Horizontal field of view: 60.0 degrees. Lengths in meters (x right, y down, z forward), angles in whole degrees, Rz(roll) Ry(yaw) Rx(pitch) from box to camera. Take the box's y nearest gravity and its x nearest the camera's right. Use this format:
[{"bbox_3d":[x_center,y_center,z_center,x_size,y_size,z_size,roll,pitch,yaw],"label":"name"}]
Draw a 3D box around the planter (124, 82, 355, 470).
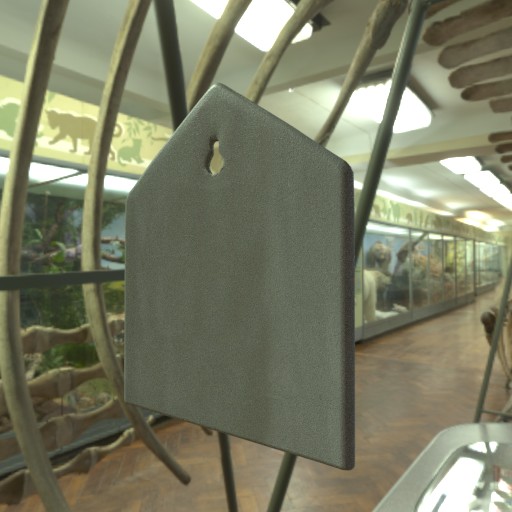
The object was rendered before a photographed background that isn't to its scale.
[{"bbox_3d":[0.000,0.000,0.277,0.163,0.194,0.080,0,-1,37],"label":"planter"}]
